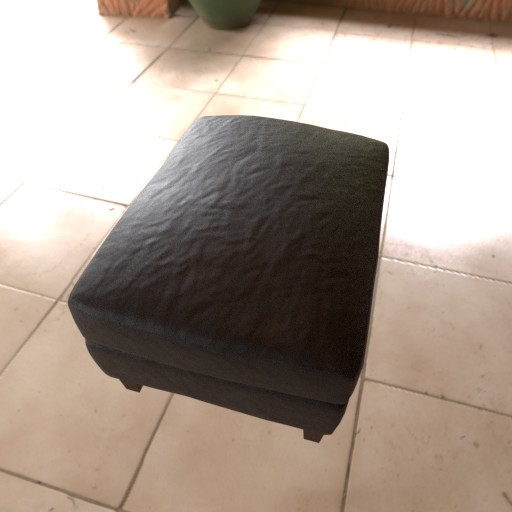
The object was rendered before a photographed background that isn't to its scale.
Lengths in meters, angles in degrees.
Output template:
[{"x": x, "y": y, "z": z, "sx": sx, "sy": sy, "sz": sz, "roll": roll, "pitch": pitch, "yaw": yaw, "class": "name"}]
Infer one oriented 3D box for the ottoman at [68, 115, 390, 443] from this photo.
[{"x": 0.000, "y": 0.000, "z": 1.301, "sx": 0.659, "sy": 0.529, "sz": 0.887, "roll": 11, "pitch": 47, "yaw": 11, "class": "ottoman"}]
